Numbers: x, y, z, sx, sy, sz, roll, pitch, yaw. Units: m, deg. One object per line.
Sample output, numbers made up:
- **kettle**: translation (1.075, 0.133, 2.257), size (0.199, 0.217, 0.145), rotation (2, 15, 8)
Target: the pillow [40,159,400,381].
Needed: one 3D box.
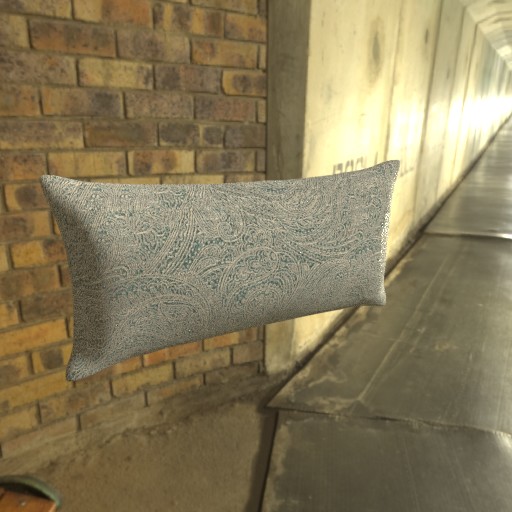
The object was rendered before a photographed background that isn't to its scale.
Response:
- **pillow**: translation (0.000, 0.000, 0.734), size (0.615, 0.295, 0.151), rotation (-8, 18, -27)
